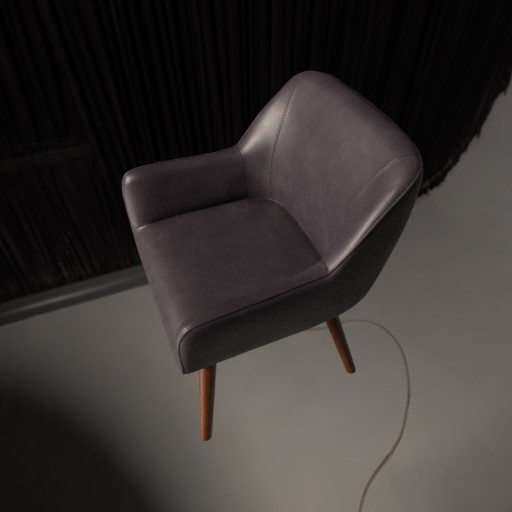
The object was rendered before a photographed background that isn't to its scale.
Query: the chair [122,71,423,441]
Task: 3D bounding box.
[{"bbox_3d":[0.000,0.000,1.270,0.610,0.828,0.610,-17,48,-16],"label":"chair"}]
